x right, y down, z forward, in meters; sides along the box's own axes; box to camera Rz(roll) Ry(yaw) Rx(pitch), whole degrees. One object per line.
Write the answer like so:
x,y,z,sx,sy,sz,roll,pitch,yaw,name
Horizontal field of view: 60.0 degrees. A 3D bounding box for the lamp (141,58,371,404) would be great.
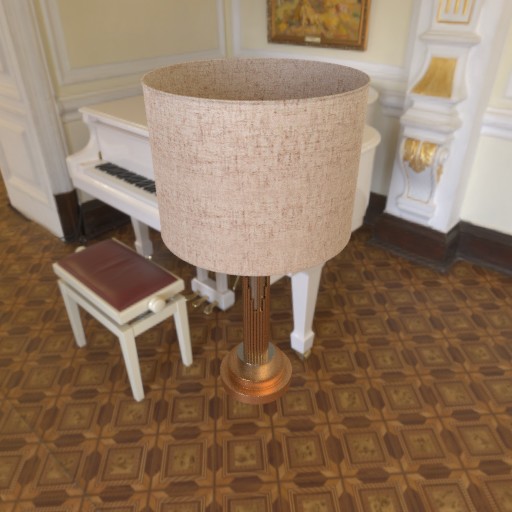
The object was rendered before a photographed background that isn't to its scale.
0.000,0.000,0.795,0.321,0.610,0.321,-21,38,-30,lamp
